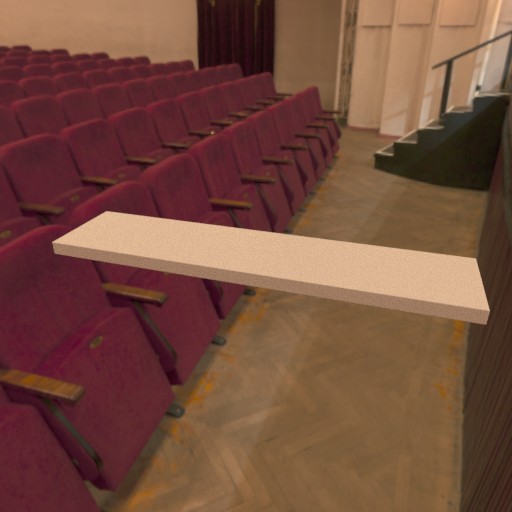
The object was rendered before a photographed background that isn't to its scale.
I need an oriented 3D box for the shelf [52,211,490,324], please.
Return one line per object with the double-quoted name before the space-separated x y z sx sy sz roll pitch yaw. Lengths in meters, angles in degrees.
"shelf" 0.000 0.000 0.657 0.610 0.020 0.140 8 28 16
